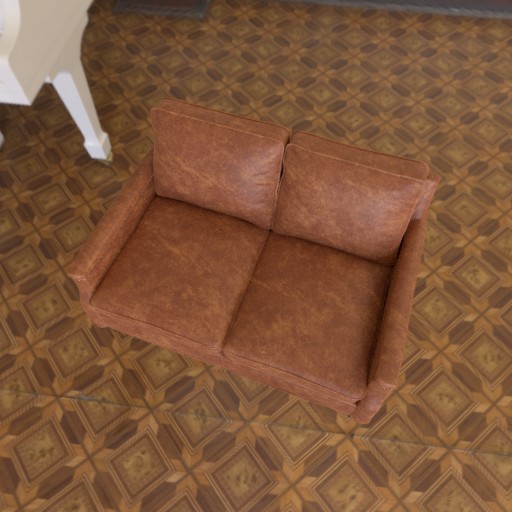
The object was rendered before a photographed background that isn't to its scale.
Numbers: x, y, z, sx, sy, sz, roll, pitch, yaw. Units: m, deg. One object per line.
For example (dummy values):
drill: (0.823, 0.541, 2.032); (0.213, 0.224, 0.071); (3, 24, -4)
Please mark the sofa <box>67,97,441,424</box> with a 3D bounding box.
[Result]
sofa: (0.000, 0.000, 2.298); (1.597, 1.003, 1.084); (17, 61, 10)
